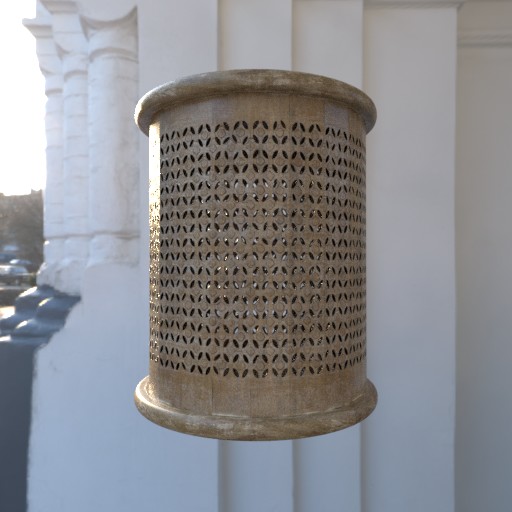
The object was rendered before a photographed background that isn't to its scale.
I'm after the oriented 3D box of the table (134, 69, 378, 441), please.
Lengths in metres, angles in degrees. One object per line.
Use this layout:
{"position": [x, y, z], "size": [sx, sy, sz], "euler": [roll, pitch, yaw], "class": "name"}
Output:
{"position": [0.000, 0.000, 0.770], "size": [0.407, 0.482, 0.407], "euler": [0, -1, 0], "class": "table"}
